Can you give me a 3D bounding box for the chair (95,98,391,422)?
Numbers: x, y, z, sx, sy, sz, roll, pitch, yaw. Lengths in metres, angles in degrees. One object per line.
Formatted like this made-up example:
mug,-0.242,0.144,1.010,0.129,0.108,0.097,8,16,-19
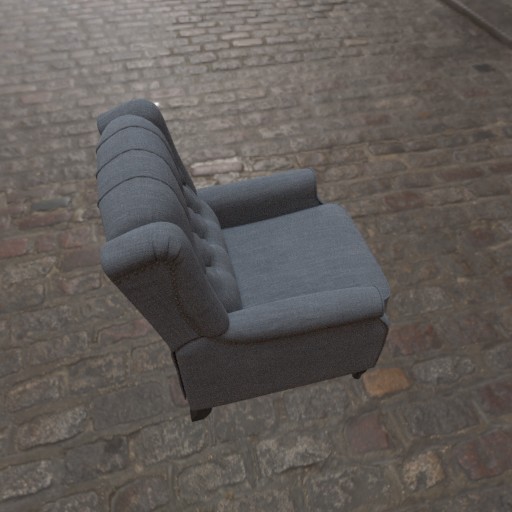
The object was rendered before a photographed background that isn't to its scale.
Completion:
chair,0.000,0.000,1.607,0.898,1.035,0.742,-11,49,-9
